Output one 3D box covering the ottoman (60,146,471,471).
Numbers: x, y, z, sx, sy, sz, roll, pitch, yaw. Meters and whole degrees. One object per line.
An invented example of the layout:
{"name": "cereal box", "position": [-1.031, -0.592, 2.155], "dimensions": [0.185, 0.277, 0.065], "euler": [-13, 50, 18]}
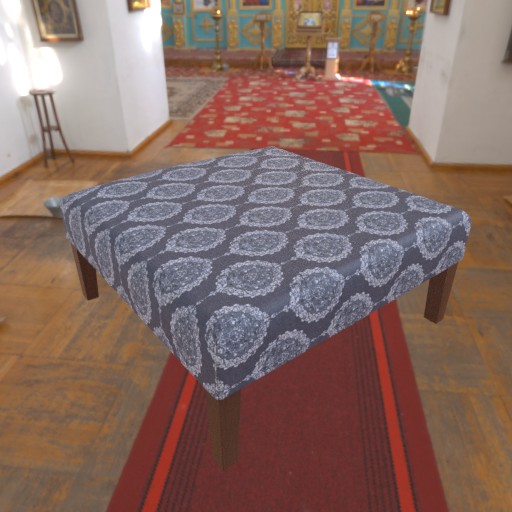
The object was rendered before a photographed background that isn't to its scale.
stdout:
{"name": "ottoman", "position": [0.000, 0.000, 1.403], "dimensions": [0.890, 0.409, 0.889], "euler": [-21, 36, -33]}
